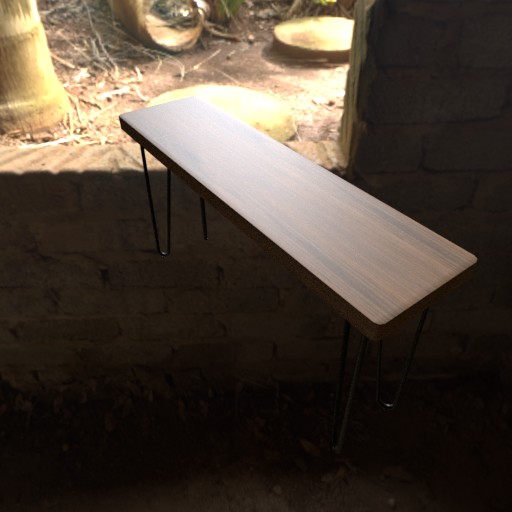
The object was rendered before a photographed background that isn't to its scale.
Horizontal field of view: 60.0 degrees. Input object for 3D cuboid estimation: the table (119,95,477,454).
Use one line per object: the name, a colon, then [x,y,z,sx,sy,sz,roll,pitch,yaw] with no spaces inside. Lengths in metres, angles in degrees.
table: [0.000,0.000,1.907,0.425,0.834,1.570,-26,47,-27]
